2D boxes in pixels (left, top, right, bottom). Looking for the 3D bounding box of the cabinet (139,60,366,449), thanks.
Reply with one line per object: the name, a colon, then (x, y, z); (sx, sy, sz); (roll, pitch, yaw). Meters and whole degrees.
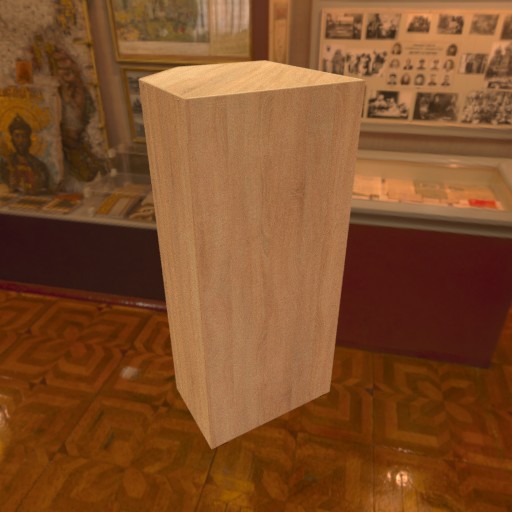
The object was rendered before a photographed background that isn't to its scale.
cabinet: (0.000, 0.000, 2.789); (1.094, 2.120, 1.327); (7, 31, 13)
